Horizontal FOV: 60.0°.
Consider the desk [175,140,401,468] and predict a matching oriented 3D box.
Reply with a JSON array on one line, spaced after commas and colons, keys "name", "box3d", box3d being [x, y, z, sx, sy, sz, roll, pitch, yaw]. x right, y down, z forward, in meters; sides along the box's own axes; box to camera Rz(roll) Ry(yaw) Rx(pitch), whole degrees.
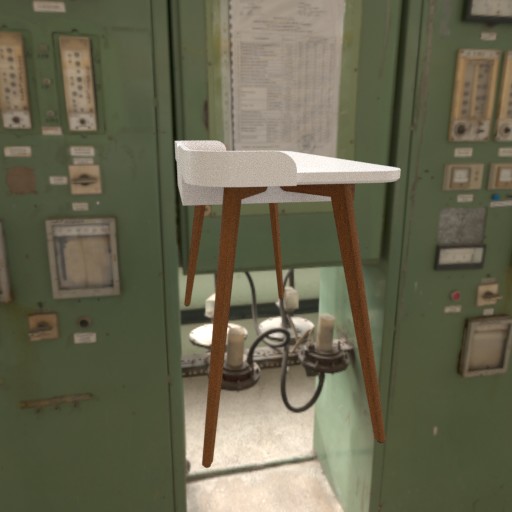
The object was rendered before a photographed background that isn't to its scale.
[{"name": "desk", "box3d": [0.000, 0.000, 1.642, 0.534, 0.807, 1.206, -3, 16, -11]}]
